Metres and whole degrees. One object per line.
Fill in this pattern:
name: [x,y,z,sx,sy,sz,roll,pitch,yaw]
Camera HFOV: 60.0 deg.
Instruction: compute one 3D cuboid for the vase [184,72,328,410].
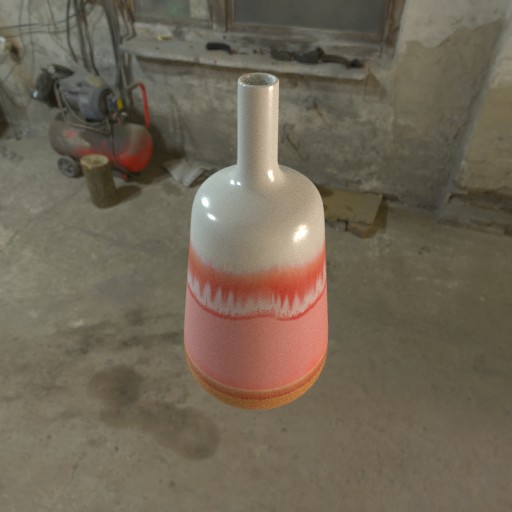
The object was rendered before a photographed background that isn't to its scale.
vase: [0.000,0.000,0.378,0.144,0.296,0.144,0,41,0]
